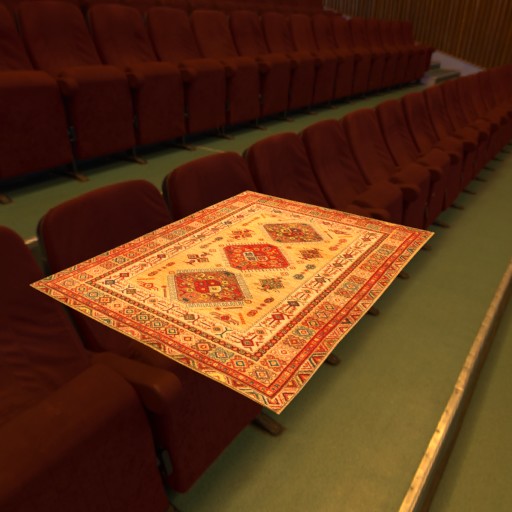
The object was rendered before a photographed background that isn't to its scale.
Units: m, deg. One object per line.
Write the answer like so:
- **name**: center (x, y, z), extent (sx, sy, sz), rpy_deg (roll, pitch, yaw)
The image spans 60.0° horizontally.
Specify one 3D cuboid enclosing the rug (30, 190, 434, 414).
- **rug**: center (0.000, 0.000, 4.178), extent (2.460, 0.005, 3.067), rpy_deg (17, 31, 31)
